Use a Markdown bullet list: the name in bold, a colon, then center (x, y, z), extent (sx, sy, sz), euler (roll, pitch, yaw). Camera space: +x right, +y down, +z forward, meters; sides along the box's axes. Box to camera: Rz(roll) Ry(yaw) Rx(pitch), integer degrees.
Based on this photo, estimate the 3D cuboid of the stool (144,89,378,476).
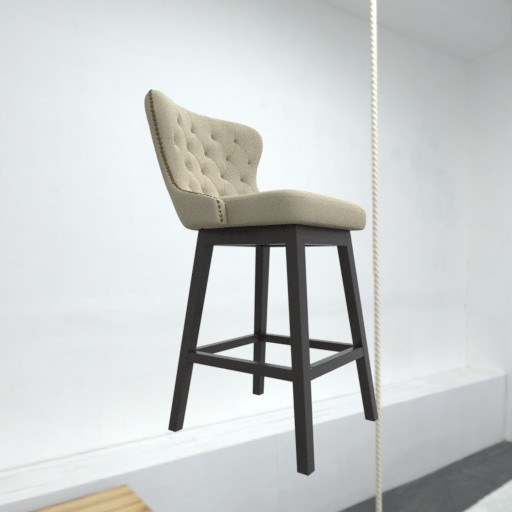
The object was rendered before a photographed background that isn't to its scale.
- **stool**: center (0.000, 0.000, 1.323), extent (0.593, 0.971, 0.528), euler (0, 0, 36)
